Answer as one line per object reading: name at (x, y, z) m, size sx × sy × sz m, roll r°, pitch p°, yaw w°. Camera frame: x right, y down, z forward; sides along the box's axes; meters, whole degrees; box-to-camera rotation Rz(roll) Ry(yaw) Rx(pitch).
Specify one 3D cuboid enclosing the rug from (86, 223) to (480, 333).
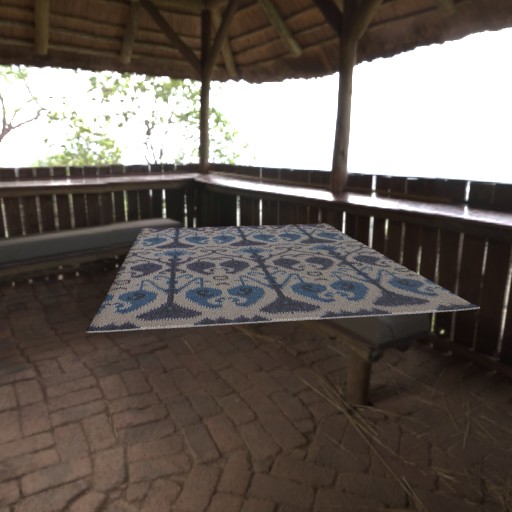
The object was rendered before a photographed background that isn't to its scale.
rug at (0.000, 0.000, 4.221) m, size 2.443 × 0.024 × 3.228 m, roll -2°, pitch 14°, yaw -9°
